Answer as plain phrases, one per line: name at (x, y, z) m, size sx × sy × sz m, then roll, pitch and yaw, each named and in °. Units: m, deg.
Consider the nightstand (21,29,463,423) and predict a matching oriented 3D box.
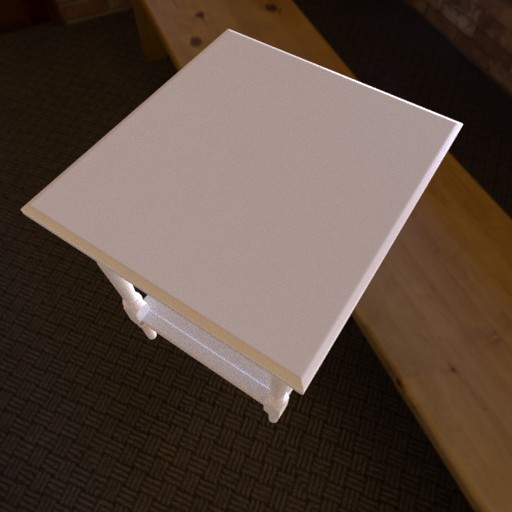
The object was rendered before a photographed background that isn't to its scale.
nightstand at (0.000, 0.000, 0.898) m, size 0.459 × 0.555 × 0.505 m, roll 30°, pitch 64°, yaw 16°
